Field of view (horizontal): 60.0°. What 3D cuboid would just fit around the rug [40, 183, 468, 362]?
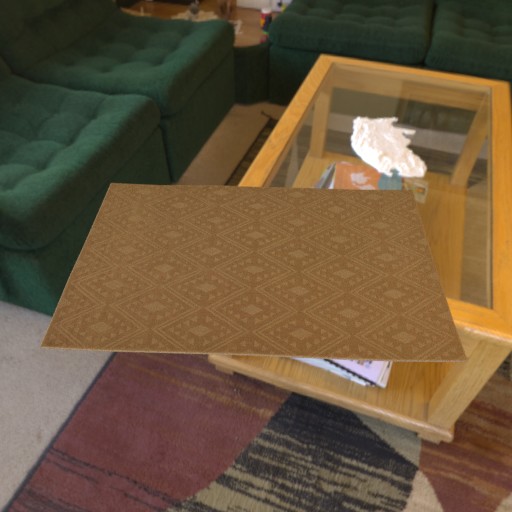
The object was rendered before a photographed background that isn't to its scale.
[{"bbox_3d":[0.000,0.000,3.048,2.430,0.053,1.553,2,47,2],"label":"rug"}]
